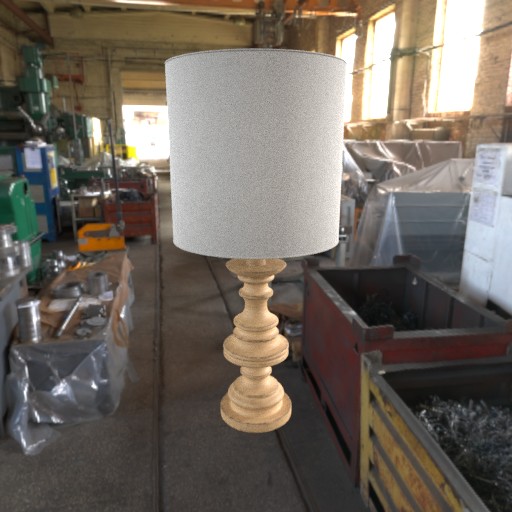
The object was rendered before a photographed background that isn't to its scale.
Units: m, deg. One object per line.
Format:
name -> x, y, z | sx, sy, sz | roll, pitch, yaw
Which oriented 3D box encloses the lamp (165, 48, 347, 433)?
lamp -> 0.000, 0.000, 0.573 | 0.208, 0.455, 0.208 | 14, 20, 43
